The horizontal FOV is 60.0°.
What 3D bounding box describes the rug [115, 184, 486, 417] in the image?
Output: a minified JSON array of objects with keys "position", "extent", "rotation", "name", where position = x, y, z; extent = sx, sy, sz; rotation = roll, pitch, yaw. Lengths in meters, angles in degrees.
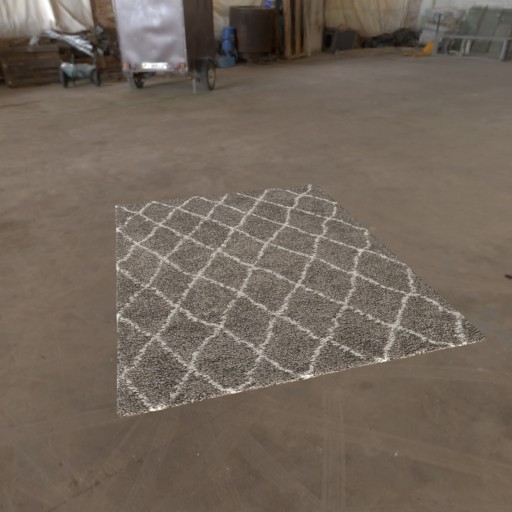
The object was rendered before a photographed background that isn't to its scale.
[{"position":[0.000,0.000,4.006],"extent":[2.438,0.029,3.047],"rotation":[-8,31,-13],"name":"rug"}]
